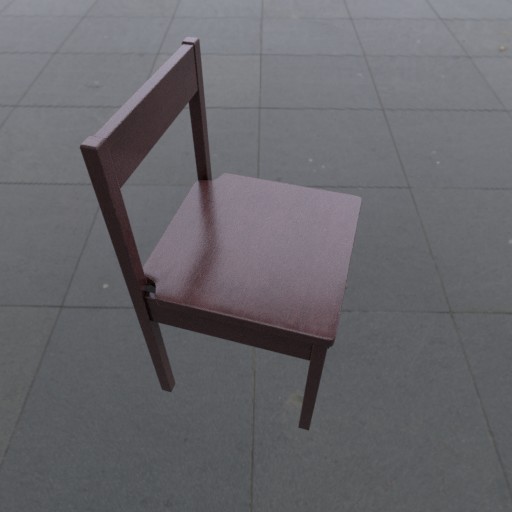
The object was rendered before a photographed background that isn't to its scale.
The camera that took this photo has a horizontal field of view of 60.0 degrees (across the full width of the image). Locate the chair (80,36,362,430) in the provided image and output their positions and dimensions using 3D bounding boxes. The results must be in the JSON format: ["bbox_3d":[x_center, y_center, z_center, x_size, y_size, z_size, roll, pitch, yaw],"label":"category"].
[{"bbox_3d":[0.000,0.000,0.878,0.361,0.668,0.367,12,48,11],"label":"chair"}]
